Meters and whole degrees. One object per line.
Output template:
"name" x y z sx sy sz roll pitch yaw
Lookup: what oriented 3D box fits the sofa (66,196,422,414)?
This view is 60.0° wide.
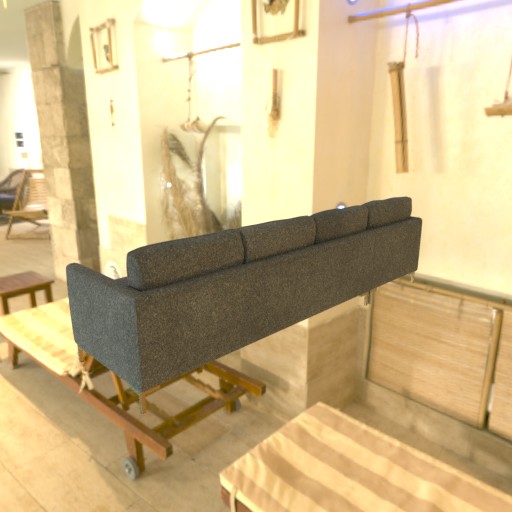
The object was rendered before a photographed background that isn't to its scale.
"sofa" 0.000 0.000 3.492 2.932 0.810 1.350 -15 21 -43
